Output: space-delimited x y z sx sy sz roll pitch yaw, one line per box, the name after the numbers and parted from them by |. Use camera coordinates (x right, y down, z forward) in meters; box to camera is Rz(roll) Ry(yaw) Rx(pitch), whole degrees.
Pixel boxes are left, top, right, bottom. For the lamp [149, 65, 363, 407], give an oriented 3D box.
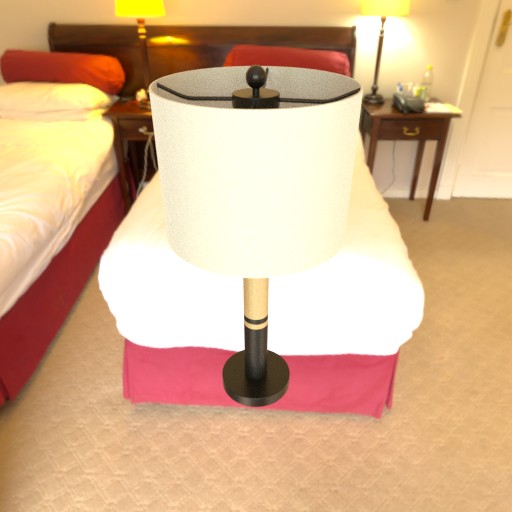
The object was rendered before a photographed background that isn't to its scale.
0.000 0.000 0.799 0.305 0.640 0.305 -20 37 -29 | lamp
